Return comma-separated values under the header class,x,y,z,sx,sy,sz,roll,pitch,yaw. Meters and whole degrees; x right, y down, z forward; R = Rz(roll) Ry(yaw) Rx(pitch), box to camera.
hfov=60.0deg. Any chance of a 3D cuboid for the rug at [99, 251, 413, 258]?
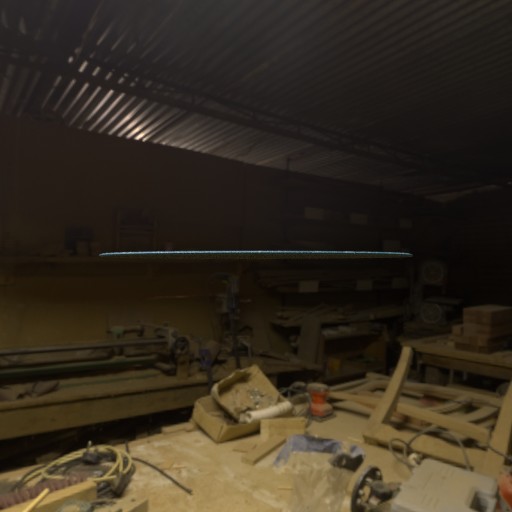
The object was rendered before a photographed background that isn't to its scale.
class,x,y,z,sx,sy,sz,roll,pitch,yaw
rug,0.000,0.000,2.387,1.593,0.012,1.593,0,-1,0
